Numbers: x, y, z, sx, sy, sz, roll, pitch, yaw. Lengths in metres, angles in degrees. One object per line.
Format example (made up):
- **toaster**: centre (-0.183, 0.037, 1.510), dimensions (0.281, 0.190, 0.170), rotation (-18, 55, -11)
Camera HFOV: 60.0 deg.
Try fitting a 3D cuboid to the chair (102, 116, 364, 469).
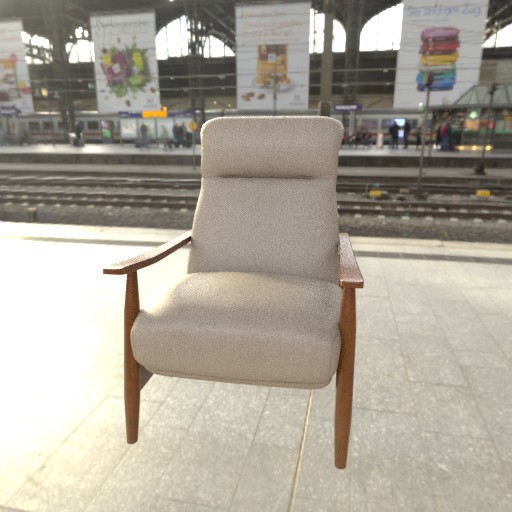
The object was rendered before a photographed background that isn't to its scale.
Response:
- **chair**: centre (0.000, 0.000, 1.761), dimensions (0.762, 1.082, 1.032), rotation (3, 16, 9)
